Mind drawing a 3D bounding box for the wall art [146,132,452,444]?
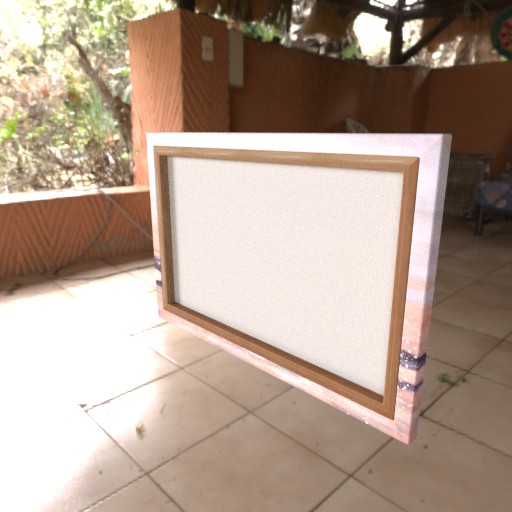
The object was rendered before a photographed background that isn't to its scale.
[{"bbox_3d":[0.000,0.000,1.137,0.038,0.609,0.913,-15,22,-43],"label":"wall art"}]
